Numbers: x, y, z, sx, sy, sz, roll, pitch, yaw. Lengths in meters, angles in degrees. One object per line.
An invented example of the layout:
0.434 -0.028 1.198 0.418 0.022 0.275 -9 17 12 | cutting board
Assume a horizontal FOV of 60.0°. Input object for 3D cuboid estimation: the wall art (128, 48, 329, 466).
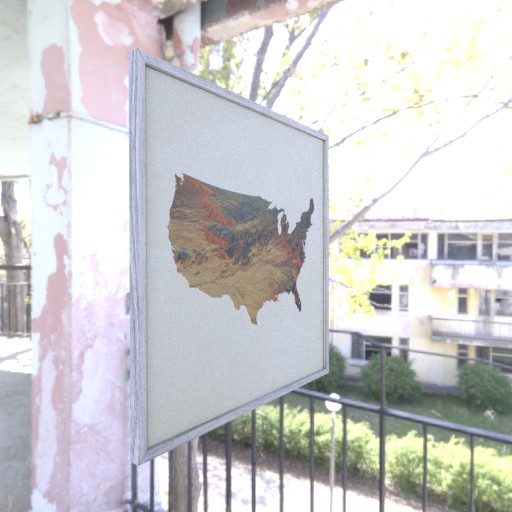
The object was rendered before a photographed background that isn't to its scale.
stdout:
0.000 0.000 0.748 0.016 0.507 0.508 1 1 36 | wall art
